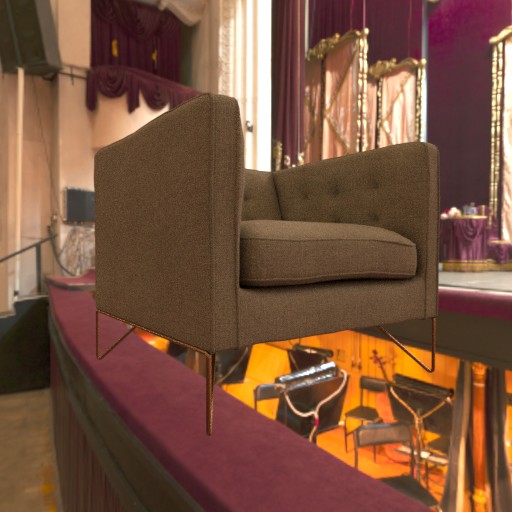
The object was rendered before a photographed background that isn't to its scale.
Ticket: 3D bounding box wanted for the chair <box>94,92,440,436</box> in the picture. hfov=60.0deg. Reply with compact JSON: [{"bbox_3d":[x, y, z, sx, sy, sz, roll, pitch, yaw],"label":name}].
[{"bbox_3d":[0.000,0.000,1.603,0.920,0.799,0.912,-1,1,-36],"label":"chair"}]
